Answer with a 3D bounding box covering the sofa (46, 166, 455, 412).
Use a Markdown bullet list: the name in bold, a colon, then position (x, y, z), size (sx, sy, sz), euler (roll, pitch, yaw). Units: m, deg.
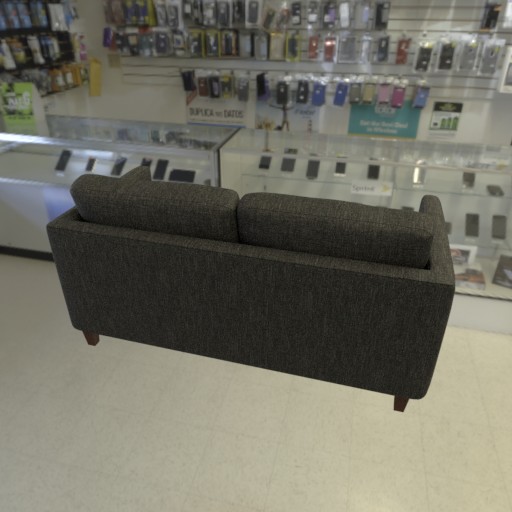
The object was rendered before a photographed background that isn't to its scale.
- **sofa**: position (0.000, 0.000, 2.428), size (1.884, 0.963, 0.950), euler (8, 31, 14)
